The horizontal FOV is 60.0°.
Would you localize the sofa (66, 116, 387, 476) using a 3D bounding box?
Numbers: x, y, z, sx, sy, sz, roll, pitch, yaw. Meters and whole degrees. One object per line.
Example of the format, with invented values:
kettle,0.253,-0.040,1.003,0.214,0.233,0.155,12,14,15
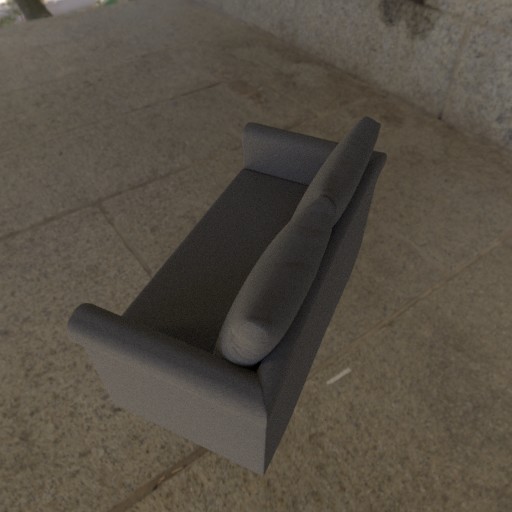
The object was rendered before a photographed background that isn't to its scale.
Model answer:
sofa,0.000,0.000,1.943,0.741,0.872,1.460,18,49,17
